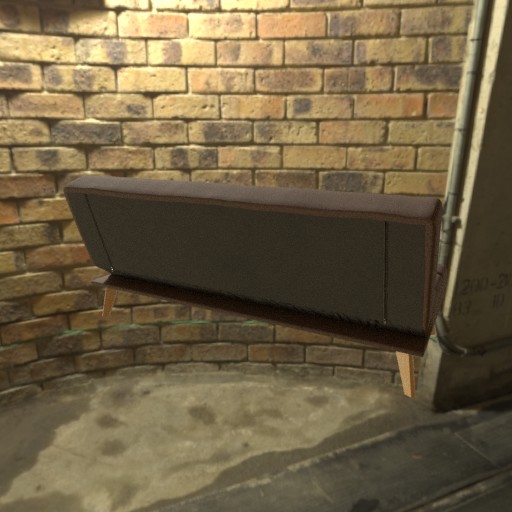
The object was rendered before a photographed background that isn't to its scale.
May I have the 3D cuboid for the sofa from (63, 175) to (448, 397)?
[{"bbox_3d":[0.000,0.000,2.306,1.800,0.810,0.860,8,18,27],"label":"sofa"}]
